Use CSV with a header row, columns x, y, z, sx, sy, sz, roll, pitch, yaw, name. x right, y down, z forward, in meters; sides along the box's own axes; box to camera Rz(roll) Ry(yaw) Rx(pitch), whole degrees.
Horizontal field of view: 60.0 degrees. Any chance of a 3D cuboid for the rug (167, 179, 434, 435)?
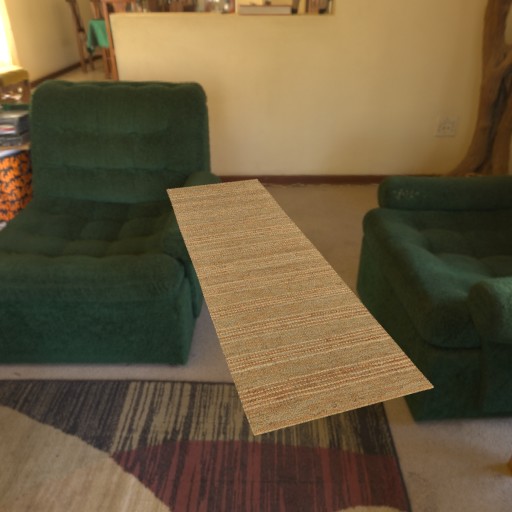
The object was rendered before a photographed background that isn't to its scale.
x,y,z,sx,sy,sz,roll,pitch,yaw,name
0.000,0.000,2.726,0.783,0.006,2.438,-9,32,-15,rug
